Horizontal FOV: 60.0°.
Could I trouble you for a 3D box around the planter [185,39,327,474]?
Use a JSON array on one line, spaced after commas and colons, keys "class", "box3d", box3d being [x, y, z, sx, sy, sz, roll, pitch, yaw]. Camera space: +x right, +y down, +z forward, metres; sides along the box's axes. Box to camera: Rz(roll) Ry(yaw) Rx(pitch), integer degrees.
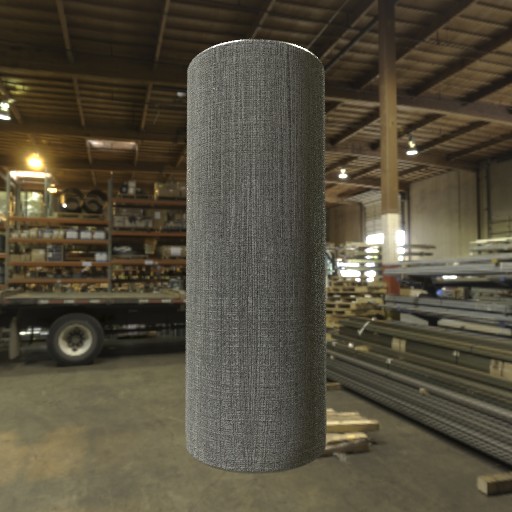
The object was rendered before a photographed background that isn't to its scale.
[{"class": "planter", "box3d": [0.000, 0.000, 0.322, 0.100, 0.270, 0.100, 1, -2, -18]}]
